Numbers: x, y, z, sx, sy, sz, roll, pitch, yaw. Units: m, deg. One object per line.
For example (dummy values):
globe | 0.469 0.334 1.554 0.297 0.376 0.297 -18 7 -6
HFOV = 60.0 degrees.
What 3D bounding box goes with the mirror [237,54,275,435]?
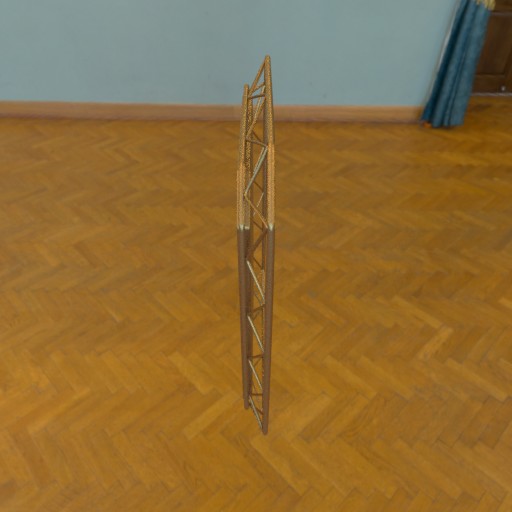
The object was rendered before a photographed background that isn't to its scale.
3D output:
mirror | 0.000 0.000 0.745 0.042 0.566 0.417 0 42 0
